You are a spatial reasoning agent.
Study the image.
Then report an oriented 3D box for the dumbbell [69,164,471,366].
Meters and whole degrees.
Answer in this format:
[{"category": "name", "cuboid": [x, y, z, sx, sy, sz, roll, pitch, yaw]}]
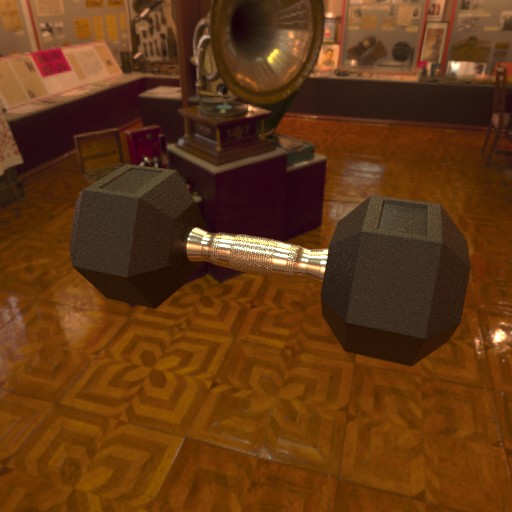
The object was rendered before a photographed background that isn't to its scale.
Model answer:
[{"category": "dumbbell", "cuboid": [0.000, 0.000, 0.419, 0.356, 0.123, 0.141, 10, 33, 16]}]
